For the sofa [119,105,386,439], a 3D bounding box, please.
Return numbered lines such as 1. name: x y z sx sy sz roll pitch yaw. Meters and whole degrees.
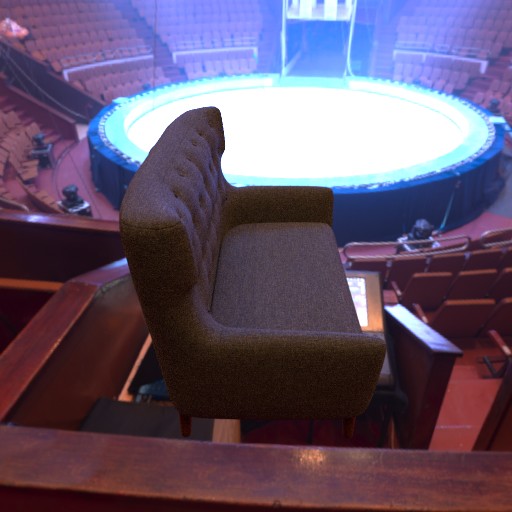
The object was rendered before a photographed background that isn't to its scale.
1. sofa: 0.000 0.000 2.000 0.874 1.028 1.358 0 32 0
